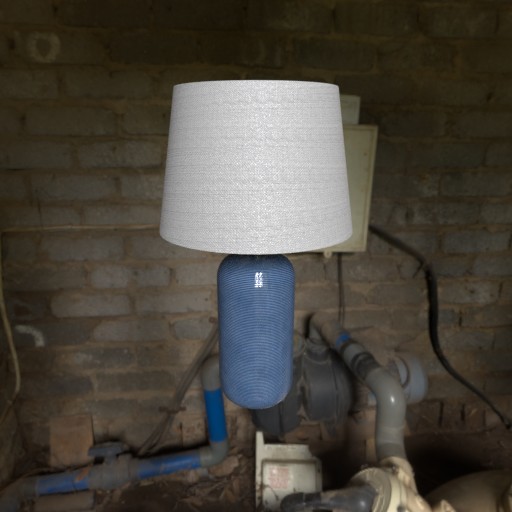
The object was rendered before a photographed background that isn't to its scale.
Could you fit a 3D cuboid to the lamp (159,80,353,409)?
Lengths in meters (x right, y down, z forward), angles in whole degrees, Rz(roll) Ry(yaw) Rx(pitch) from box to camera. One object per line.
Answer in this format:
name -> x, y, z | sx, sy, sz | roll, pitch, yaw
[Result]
lamp -> 0.000, 0.000, 0.603 | 0.253, 0.428, 0.253 | 0, 17, 0
